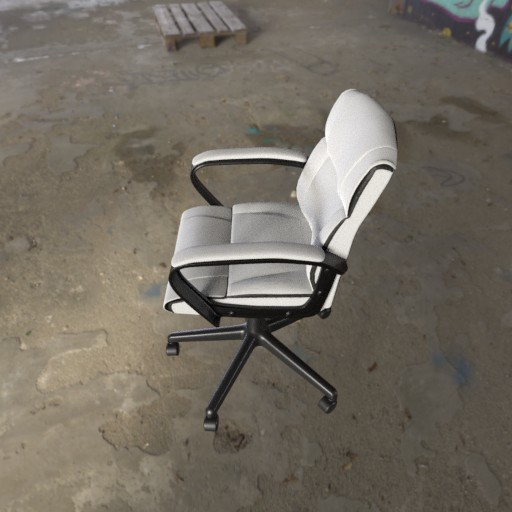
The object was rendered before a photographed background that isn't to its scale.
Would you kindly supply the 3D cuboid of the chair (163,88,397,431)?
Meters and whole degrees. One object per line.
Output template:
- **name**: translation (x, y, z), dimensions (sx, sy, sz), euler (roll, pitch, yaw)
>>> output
- **chair**: translation (0.000, 0.000, 1.481), dimensions (0.717, 1.004, 0.739), euler (0, 41, 0)
